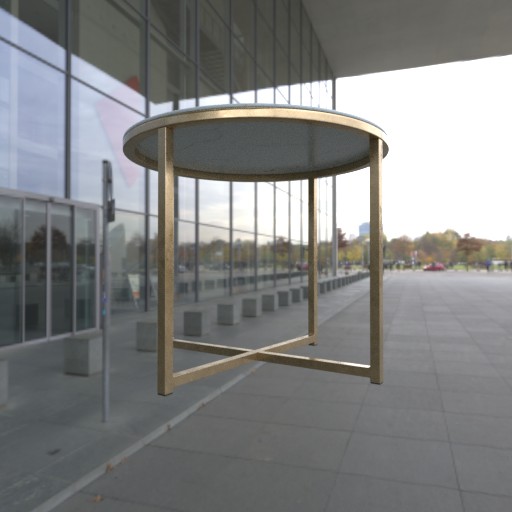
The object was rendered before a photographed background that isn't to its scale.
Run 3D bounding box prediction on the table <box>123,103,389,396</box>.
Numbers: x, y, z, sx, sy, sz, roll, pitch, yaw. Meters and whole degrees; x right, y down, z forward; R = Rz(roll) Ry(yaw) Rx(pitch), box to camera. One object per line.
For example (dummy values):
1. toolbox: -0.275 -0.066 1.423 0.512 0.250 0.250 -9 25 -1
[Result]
1. table: 0.000 0.000 0.865 0.500 0.420 0.500 0 -1 0
